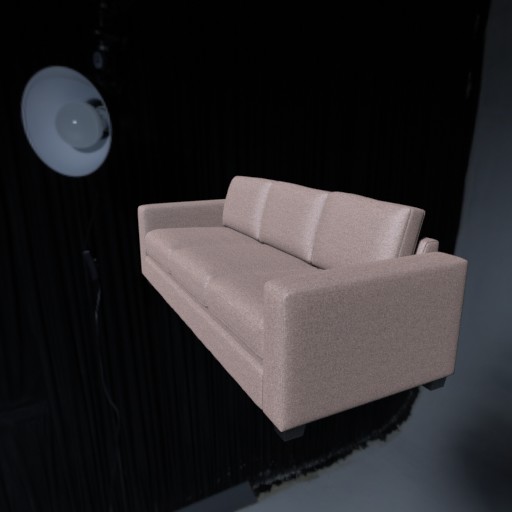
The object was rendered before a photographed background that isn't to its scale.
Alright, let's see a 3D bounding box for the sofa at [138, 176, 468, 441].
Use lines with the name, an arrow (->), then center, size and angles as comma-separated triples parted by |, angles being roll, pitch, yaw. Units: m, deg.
sofa -> 0.000, 0.000, 2.593 | 0.900, 0.806, 2.160 | -7, 17, -26
